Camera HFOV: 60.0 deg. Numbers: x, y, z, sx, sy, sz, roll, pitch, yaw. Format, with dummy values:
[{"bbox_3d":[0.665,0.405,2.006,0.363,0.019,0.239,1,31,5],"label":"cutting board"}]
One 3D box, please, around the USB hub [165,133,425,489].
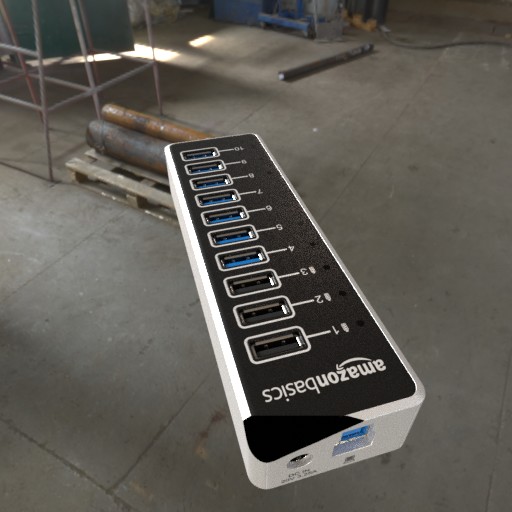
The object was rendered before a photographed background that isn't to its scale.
[{"bbox_3d":[0.000,0.000,0.158,0.044,0.023,0.145,-11,43,-12],"label":"USB hub"}]
